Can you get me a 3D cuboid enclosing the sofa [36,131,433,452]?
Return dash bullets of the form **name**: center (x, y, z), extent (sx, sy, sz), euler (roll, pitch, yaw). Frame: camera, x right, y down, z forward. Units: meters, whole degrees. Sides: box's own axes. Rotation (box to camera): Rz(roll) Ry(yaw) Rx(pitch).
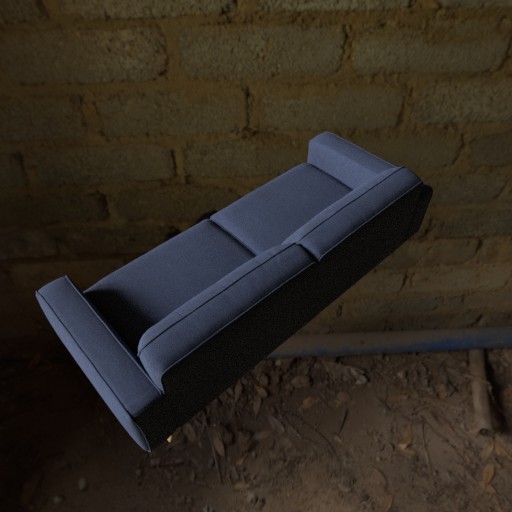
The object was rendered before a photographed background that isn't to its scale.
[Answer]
- **sofa**: center (0.000, 0.000, 2.681), extent (2.270, 0.782, 0.953), euler (-34, 56, -27)
